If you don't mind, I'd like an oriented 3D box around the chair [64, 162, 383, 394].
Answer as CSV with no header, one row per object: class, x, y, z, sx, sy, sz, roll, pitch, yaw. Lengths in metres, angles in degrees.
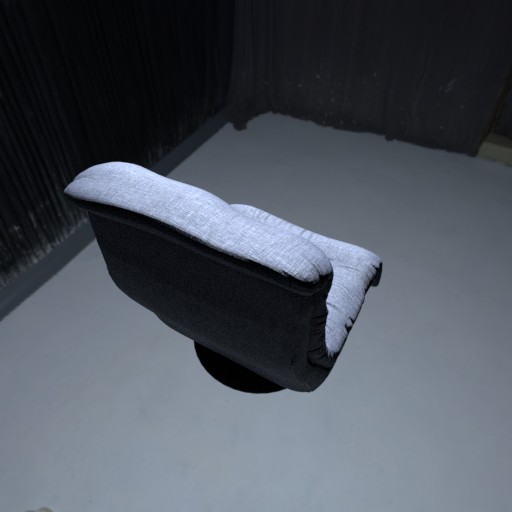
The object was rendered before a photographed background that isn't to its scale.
chair,0.000,0.000,1.213,0.597,0.749,0.668,22,50,20
